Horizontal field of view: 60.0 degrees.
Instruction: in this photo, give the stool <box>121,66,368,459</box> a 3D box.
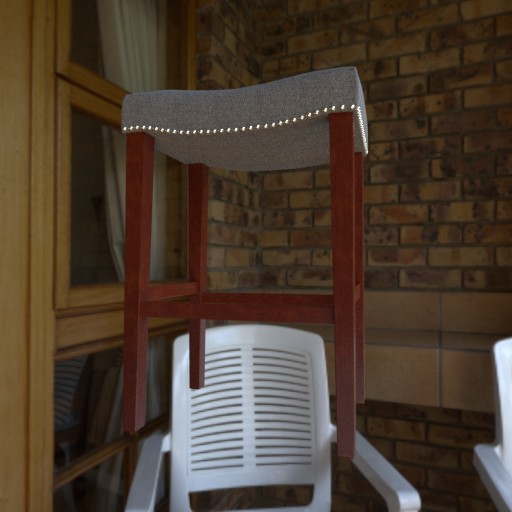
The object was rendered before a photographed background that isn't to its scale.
[{"bbox_3d":[0.000,0.000,1.046,0.504,0.742,0.372,0,-1,17],"label":"stool"}]
